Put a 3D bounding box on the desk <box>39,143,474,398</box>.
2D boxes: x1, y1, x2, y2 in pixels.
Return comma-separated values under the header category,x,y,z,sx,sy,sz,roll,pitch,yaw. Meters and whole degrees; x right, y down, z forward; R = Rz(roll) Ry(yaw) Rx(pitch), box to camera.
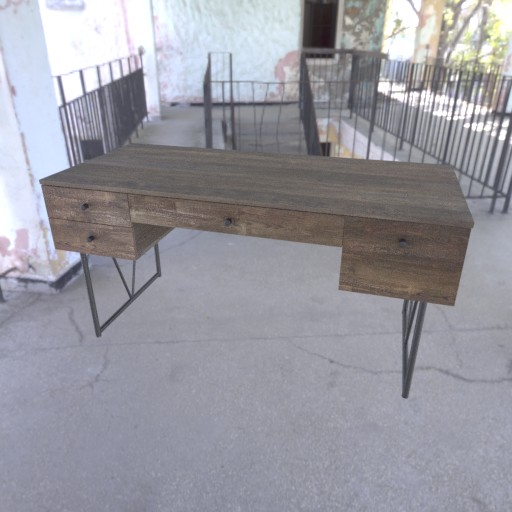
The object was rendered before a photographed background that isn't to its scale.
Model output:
category,x,y,z,sx,sy,sz,roll,pitch,yaw
desk,0.000,0.000,2.031,1.600,0.780,0.730,7,27,15
